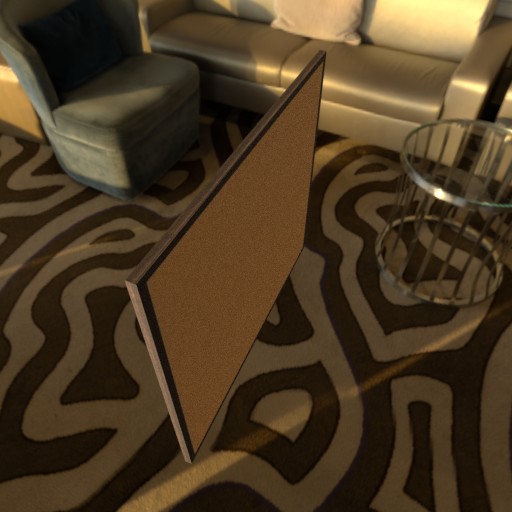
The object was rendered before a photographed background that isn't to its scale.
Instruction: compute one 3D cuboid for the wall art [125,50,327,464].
[{"bbox_3d":[0.000,0.000,1.384,0.023,0.875,1.033,18,49,16],"label":"wall art"}]
